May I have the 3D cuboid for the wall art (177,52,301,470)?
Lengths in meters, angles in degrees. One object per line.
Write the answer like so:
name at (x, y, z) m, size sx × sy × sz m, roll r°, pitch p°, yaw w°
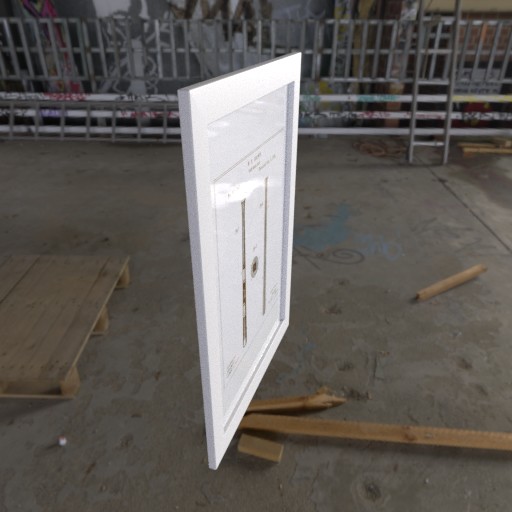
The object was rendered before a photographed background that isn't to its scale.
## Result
wall art at (0.000, 0.000, 0.607) m, size 0.011 × 0.482 × 0.329 m, roll 11°, pitch 32°, yaw 18°
